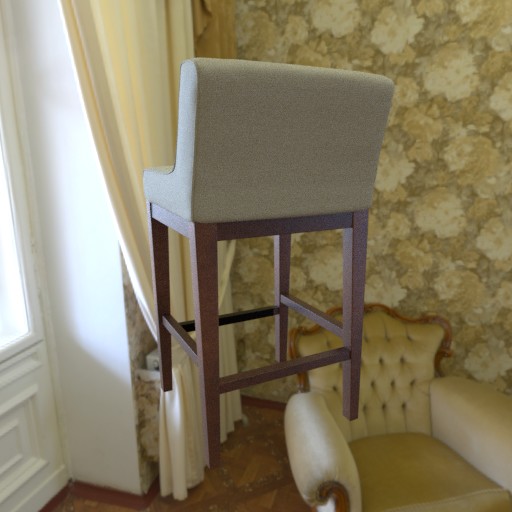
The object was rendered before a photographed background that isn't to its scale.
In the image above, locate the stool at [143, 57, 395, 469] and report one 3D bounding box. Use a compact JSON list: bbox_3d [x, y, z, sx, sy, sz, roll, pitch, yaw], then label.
[{"bbox_3d":[0.000,0.000,1.243,0.511,0.937,0.500,-7,15,-27],"label":"stool"}]
